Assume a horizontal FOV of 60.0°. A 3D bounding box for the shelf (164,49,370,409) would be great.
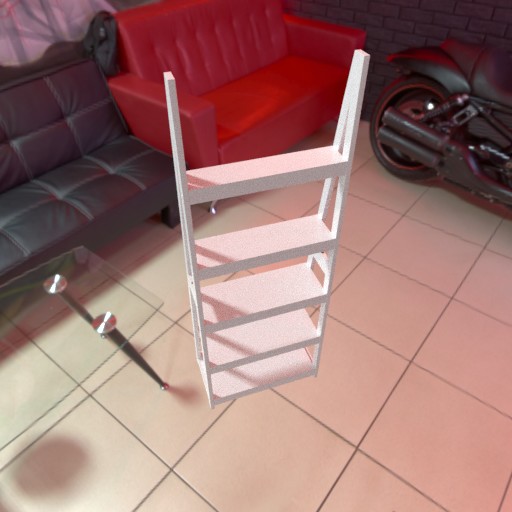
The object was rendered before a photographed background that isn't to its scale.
[{"bbox_3d":[0.000,0.000,2.011,0.636,1.779,0.341,-13,44,-14],"label":"shelf"}]
